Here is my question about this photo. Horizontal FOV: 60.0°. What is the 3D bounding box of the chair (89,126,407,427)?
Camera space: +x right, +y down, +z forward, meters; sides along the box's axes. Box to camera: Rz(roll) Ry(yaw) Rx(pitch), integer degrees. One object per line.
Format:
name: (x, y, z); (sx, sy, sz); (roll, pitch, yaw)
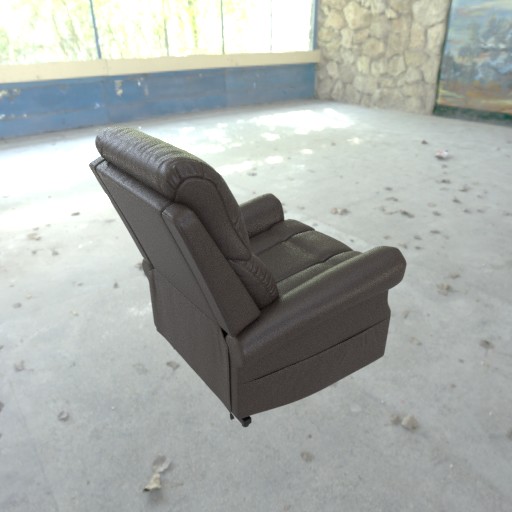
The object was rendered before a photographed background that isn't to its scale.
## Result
chair: (0.000, 0.000, 1.746); (0.978, 1.028, 0.869); (-19, 33, -32)
